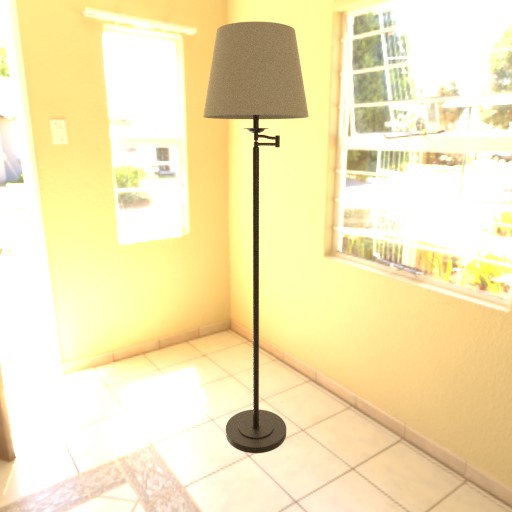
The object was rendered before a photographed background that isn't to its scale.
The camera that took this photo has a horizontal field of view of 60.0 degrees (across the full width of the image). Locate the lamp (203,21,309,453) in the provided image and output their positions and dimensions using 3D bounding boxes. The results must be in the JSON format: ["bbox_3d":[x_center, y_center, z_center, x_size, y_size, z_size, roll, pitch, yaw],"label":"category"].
[{"bbox_3d":[0.000,0.000,1.593,0.348,1.473,0.348,14,21,43],"label":"lamp"}]
